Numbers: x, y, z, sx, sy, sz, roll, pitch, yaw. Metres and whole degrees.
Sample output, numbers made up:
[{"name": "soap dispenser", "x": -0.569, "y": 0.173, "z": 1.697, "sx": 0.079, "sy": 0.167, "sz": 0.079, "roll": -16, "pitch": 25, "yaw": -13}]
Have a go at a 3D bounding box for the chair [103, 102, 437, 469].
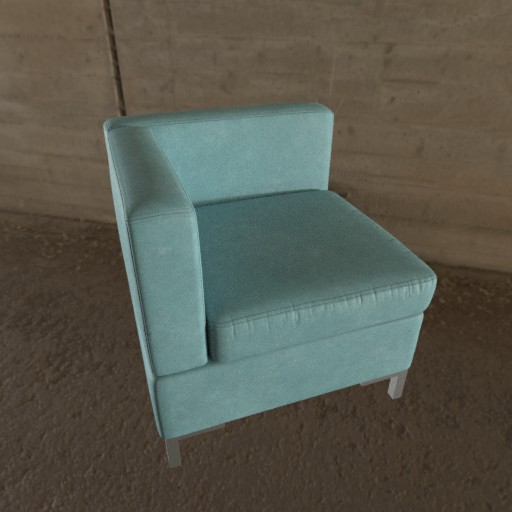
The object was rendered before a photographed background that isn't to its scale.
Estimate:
[{"name": "chair", "x": 0.000, "y": 0.000, "z": 1.202, "sx": 0.680, "sy": 0.660, "sz": 0.680, "roll": -10, "pitch": 33, "yaw": -17}]
